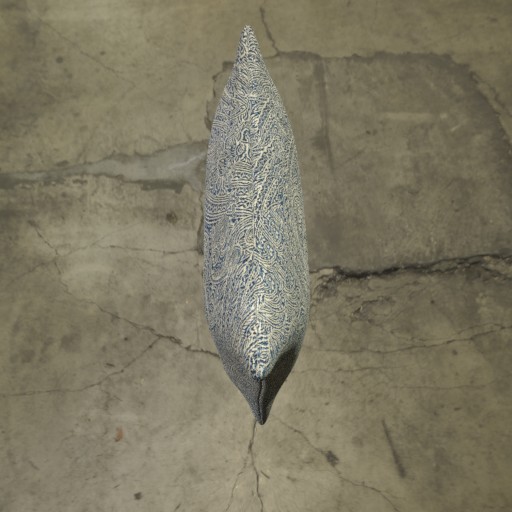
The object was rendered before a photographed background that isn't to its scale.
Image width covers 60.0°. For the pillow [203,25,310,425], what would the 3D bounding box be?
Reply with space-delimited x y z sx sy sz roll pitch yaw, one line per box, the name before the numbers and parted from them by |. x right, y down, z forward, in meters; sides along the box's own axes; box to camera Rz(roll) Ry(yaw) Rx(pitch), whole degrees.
pillow | 0.000 0.000 0.778 0.166 0.510 0.523 -1 65 -1
